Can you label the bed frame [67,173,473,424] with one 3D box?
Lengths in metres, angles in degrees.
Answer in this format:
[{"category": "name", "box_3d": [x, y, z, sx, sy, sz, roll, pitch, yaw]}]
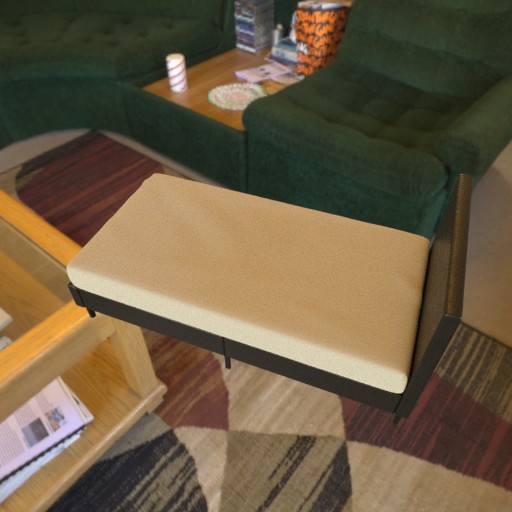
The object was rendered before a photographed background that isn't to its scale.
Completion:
[{"category": "bed frame", "box_3d": [0.000, 0.000, 2.528, 2.152, 1.046, 1.038, 15, 47, 15]}]
